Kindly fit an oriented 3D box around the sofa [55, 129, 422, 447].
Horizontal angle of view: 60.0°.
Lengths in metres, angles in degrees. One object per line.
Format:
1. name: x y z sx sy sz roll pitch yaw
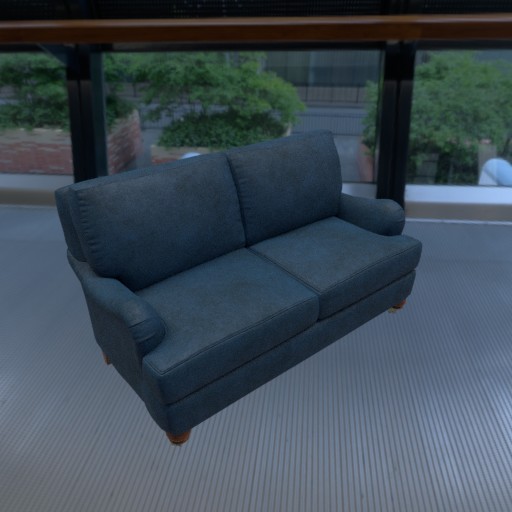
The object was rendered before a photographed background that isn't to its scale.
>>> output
1. sofa: 0.000 0.000 2.559 1.853 1.101 1.084 -22 36 -33
